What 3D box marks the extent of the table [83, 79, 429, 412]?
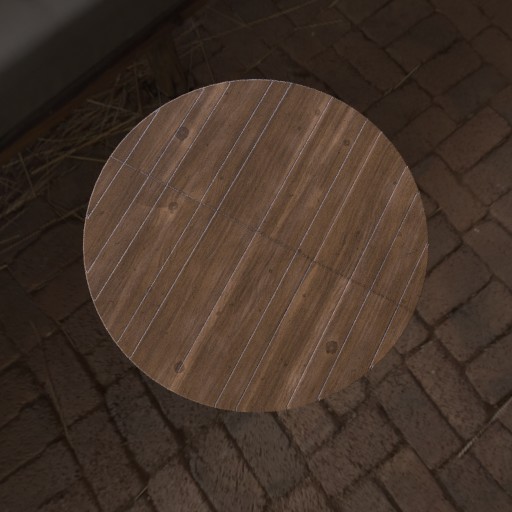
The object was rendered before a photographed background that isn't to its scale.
[{"bbox_3d":[0.000,0.000,1.935,1.213,0.764,1.213,0,77,0],"label":"table"}]
